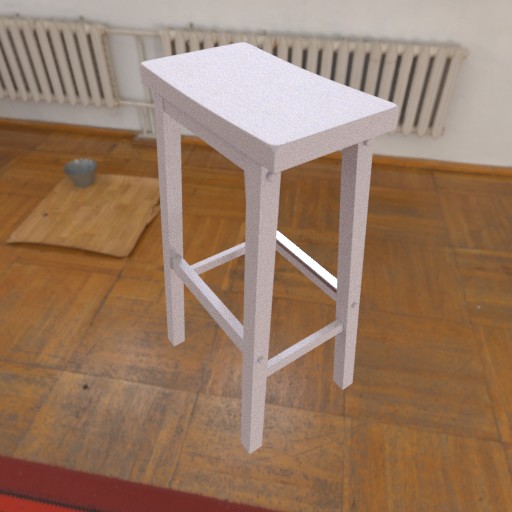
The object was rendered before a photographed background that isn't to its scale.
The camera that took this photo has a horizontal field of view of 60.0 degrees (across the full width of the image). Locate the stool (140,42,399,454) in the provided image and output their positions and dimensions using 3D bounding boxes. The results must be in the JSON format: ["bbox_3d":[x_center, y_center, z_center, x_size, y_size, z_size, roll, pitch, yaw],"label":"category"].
[{"bbox_3d":[0.000,0.000,0.958,0.322,0.742,0.406,-25,46,-26],"label":"stool"}]
